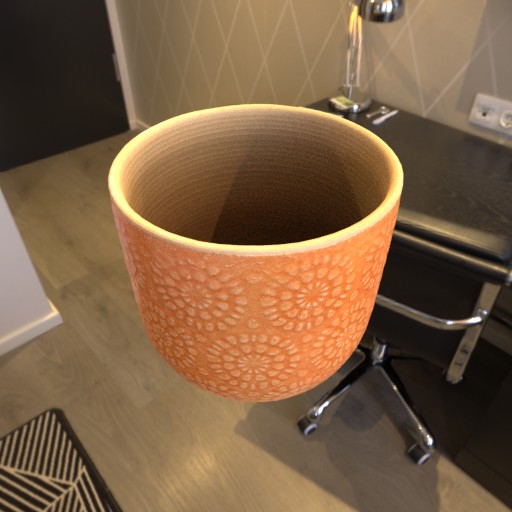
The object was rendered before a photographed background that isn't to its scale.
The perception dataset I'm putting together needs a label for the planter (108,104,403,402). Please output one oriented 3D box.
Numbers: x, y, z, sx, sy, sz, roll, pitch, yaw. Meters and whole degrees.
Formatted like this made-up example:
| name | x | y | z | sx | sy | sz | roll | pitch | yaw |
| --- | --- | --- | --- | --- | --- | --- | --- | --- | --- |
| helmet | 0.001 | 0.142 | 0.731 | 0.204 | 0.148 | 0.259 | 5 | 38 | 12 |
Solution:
| name | x | y | z | sx | sy | sz | roll | pitch | yaw |
| --- | --- | --- | --- | --- | --- | --- | --- | --- | --- |
| planter | 0.000 | 0.000 | 0.299 | 0.170 | 0.152 | 0.170 | 0 | 40 | 0 |
